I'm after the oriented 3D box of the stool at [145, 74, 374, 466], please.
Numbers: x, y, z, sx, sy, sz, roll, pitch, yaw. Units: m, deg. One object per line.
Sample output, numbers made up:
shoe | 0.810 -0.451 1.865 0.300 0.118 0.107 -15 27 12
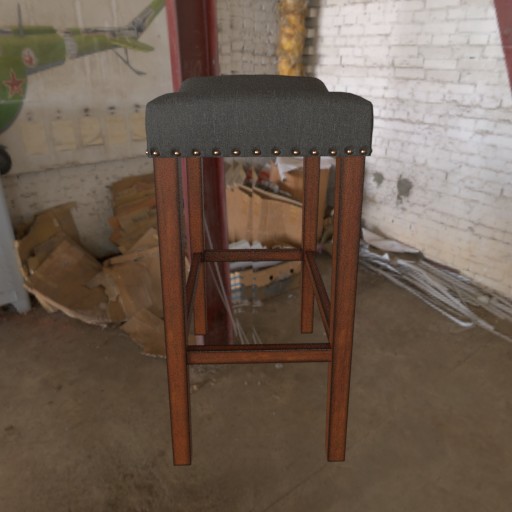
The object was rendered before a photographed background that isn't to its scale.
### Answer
stool | 0.000 0.000 1.013 0.366 0.748 0.502 -1 25 -2
